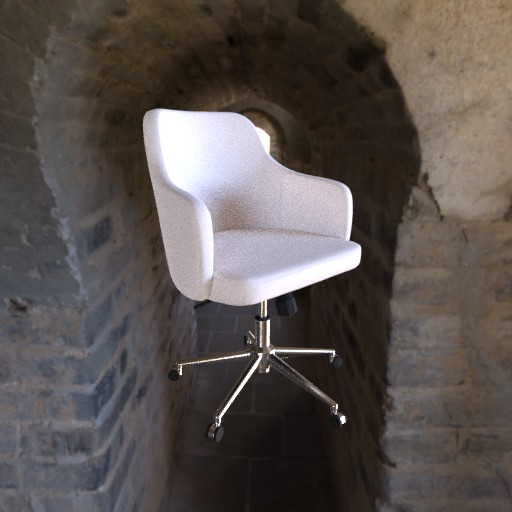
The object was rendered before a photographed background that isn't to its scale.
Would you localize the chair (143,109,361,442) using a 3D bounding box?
[{"bbox_3d":[0.000,0.000,1.280,0.602,0.819,0.647,-14,21,-43],"label":"chair"}]
